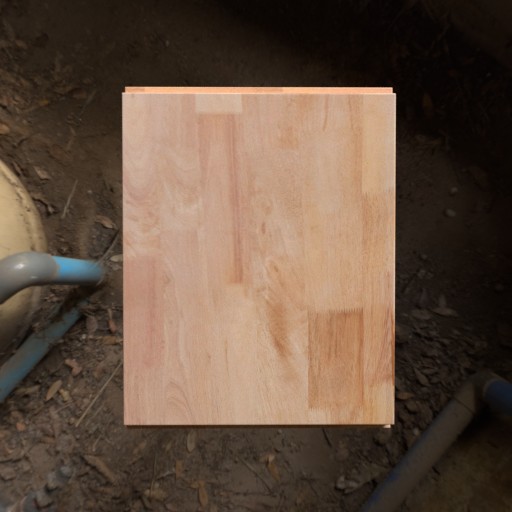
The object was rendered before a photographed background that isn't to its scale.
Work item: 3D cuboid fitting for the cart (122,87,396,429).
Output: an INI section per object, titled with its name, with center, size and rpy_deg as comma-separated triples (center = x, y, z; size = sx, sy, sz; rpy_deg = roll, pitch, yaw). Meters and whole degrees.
[cart]
center = 0.000, 0.000, 1.228
size = 0.508, 0.838, 0.640
rpy_deg = 0, 91, 0
